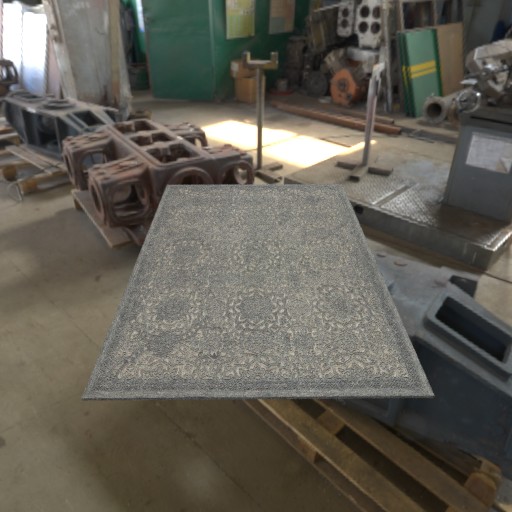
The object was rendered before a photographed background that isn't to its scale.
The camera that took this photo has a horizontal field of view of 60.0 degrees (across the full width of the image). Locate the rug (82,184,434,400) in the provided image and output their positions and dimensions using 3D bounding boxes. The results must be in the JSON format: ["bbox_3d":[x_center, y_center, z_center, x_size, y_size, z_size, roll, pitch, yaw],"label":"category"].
[{"bbox_3d":[0.000,0.000,2.286,1.208,0.012,1.819,0,32,0],"label":"rug"}]
